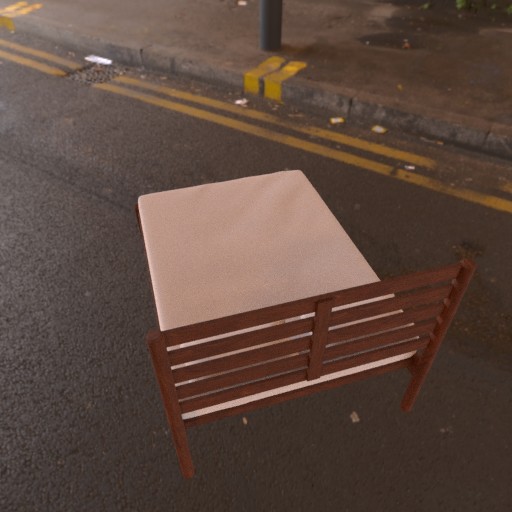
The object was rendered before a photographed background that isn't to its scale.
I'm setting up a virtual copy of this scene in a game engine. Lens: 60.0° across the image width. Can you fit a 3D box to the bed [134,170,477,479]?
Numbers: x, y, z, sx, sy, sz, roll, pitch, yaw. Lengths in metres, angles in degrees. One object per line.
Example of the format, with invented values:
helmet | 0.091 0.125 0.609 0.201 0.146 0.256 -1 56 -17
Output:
bed | 0.000 0.000 3.039 1.509 1.304 2.093 -11 43 -12
